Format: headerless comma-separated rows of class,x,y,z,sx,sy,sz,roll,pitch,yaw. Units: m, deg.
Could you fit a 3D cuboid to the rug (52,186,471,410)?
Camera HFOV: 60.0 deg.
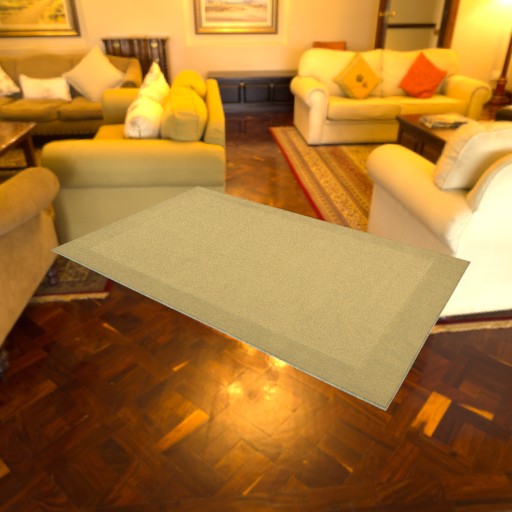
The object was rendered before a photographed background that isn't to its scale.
rug,0.000,0.000,3.035,2.438,0.014,1.524,19,35,30
